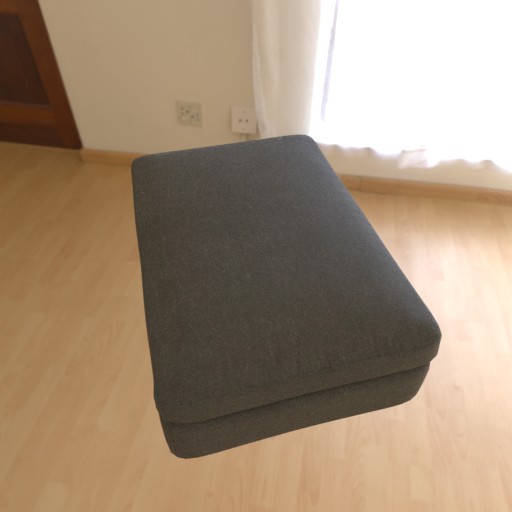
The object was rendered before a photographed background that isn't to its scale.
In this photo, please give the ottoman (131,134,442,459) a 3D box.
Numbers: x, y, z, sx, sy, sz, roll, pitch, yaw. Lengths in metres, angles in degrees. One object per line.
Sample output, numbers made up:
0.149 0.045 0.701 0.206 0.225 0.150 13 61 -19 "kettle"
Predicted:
0.000 0.000 1.657 0.840 0.429 1.199 -10 46 -10 "ottoman"
